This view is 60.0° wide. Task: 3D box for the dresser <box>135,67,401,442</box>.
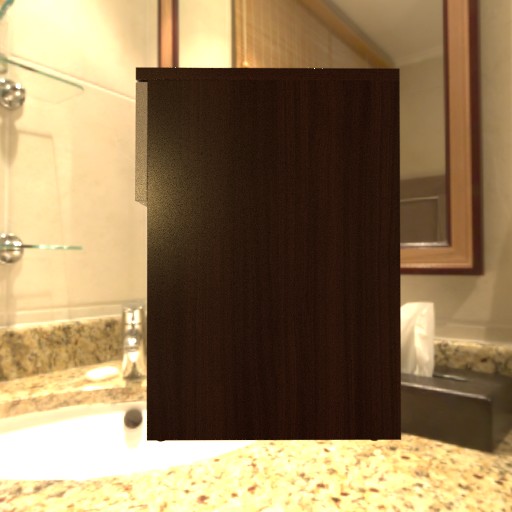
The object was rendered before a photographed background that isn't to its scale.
[{"bbox_3d":[0.000,0.000,0.756,0.360,0.470,0.400,0,-1,-1],"label":"dresser"}]
